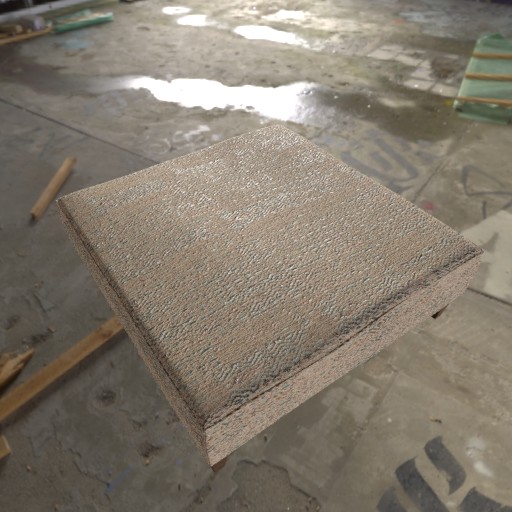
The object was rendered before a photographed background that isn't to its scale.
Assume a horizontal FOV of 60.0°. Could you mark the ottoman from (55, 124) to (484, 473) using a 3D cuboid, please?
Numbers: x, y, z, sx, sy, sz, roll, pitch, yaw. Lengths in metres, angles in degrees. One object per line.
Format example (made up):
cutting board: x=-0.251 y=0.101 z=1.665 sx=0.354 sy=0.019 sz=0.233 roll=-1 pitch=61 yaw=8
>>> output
ottoman: x=0.000 y=0.000 z=1.491 sx=0.968 sy=0.356 sz=1.004 roll=-25 pitch=48 yaw=-25
